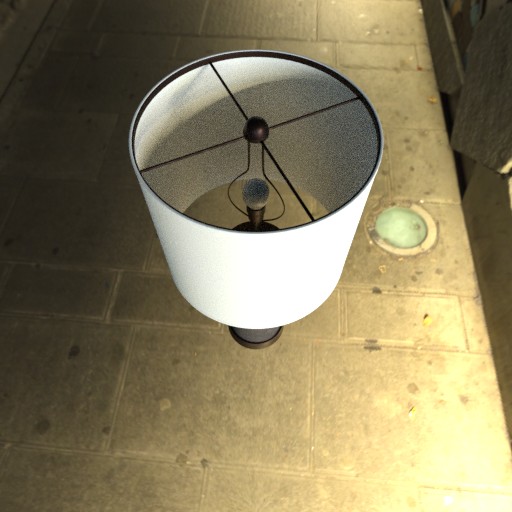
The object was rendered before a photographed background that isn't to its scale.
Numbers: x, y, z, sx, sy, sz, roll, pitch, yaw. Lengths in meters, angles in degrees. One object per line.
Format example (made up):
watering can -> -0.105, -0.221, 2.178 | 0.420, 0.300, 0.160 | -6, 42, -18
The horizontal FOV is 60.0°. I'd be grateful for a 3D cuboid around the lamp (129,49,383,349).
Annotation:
lamp -> 0.000, 0.000, 0.788 | 0.301, 0.630, 0.301 | 17, 61, 10
